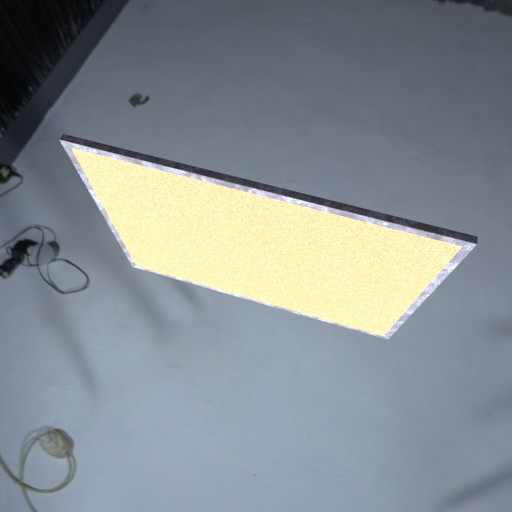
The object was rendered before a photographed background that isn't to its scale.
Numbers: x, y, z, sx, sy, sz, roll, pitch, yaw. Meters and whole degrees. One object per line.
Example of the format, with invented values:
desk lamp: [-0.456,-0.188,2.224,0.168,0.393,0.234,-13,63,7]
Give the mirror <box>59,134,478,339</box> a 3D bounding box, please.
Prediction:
mirror: [0.000,0.000,1.481,1.101,0.795,0.022,15,64,8]
